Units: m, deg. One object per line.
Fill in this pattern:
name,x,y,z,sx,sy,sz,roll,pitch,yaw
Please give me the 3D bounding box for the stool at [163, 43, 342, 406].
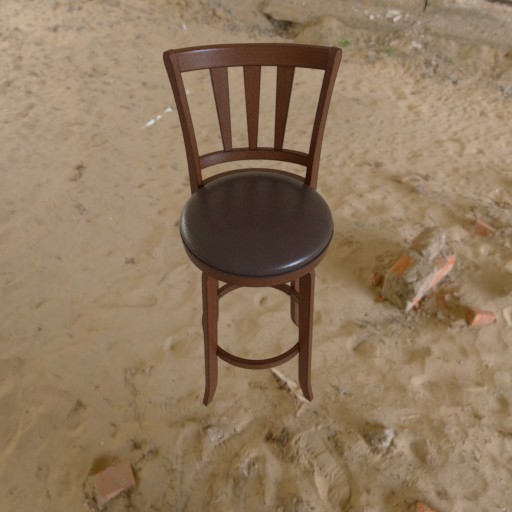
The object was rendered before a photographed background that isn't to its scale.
stool,0.000,0.000,1.436,0.464,1.177,0.503,-2,45,-2
